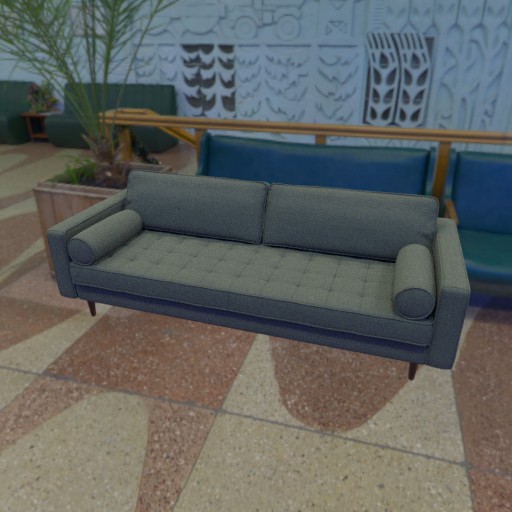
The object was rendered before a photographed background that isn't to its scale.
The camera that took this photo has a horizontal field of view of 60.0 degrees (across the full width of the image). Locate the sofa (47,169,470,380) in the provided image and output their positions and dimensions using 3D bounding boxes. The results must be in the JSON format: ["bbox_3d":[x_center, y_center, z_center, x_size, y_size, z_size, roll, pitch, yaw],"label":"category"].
[{"bbox_3d":[0.000,0.000,2.617,2.198,0.762,0.914,8,27,16],"label":"sofa"}]
